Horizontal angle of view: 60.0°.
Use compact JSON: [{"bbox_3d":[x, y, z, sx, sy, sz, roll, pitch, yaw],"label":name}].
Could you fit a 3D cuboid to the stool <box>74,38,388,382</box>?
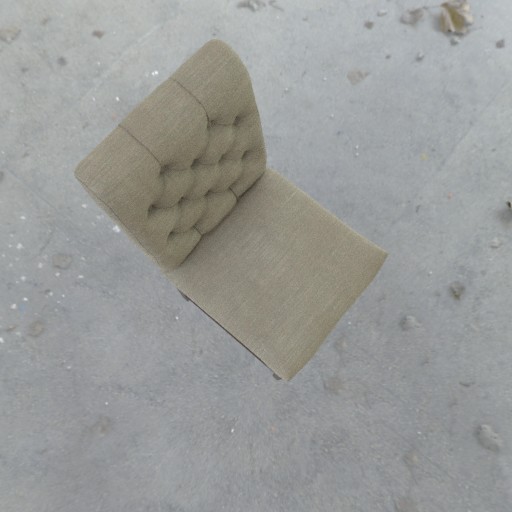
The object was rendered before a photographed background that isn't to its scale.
[{"bbox_3d":[0.000,0.000,1.423,0.660,1.084,0.486,39,77,10],"label":"stool"}]
